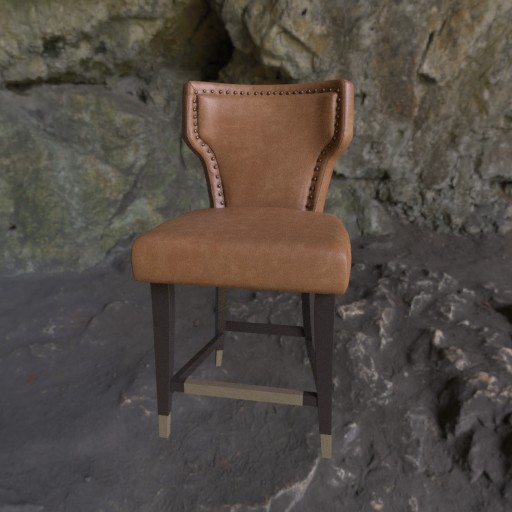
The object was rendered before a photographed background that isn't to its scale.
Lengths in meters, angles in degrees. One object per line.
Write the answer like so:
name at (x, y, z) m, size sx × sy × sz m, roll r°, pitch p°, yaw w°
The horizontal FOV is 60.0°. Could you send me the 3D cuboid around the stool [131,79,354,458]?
stool at (0.000, 0.000, 1.289) m, size 0.526 × 0.982 × 0.563 m, roll 3°, pitch 17°, yaw 10°
